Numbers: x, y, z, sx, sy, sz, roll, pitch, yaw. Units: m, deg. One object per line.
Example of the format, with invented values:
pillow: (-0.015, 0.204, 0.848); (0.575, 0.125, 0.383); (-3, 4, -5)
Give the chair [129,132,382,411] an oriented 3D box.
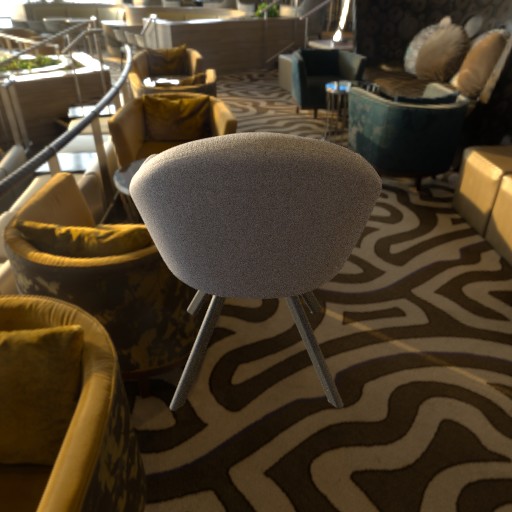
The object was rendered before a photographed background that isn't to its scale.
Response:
chair: (0.000, 0.000, 1.191); (0.590, 0.795, 0.550); (-1, 32, -1)
